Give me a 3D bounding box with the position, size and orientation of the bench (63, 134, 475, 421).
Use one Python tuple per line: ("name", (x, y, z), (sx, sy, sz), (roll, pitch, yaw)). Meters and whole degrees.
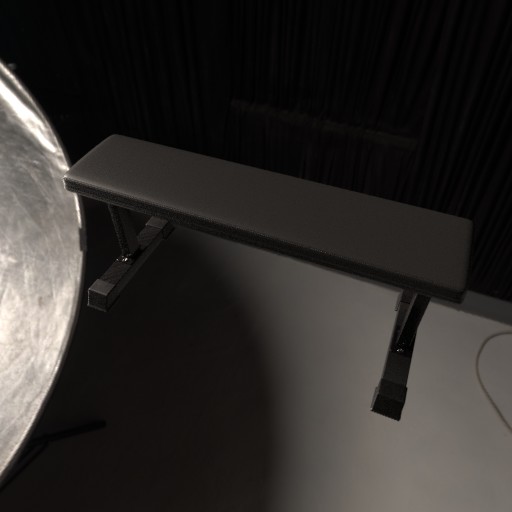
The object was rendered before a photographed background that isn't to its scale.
("bench", (0.000, 0.000, 1.297), (1.072, 0.453, 0.439), (17, 48, 15))
